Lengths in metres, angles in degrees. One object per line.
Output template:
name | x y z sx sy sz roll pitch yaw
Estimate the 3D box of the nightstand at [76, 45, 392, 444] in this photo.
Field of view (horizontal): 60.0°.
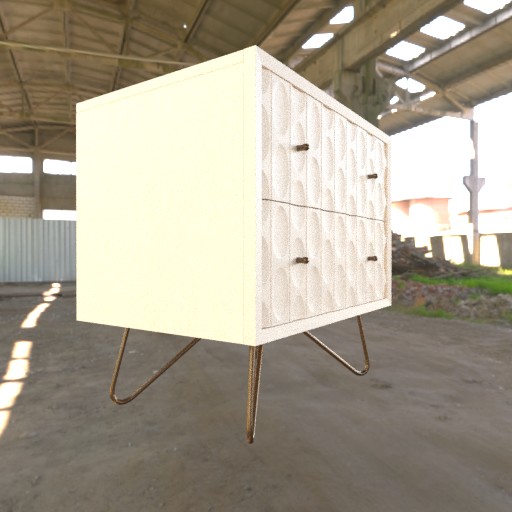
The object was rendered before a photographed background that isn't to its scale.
nightstand | 0.000 0.000 1.005 0.447 0.604 0.614 0 0 35
